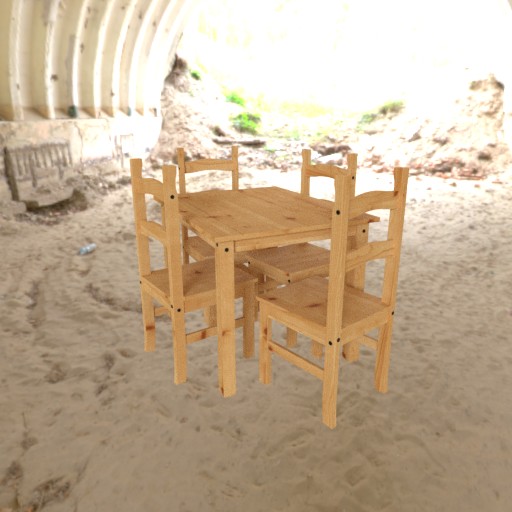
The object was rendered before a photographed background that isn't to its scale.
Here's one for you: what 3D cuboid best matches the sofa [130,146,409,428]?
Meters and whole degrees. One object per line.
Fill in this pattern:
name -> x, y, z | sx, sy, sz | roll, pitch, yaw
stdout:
sofa -> 0.000, 0.000, 2.285 | 1.144, 1.000, 1.529 | -8, 20, -24
